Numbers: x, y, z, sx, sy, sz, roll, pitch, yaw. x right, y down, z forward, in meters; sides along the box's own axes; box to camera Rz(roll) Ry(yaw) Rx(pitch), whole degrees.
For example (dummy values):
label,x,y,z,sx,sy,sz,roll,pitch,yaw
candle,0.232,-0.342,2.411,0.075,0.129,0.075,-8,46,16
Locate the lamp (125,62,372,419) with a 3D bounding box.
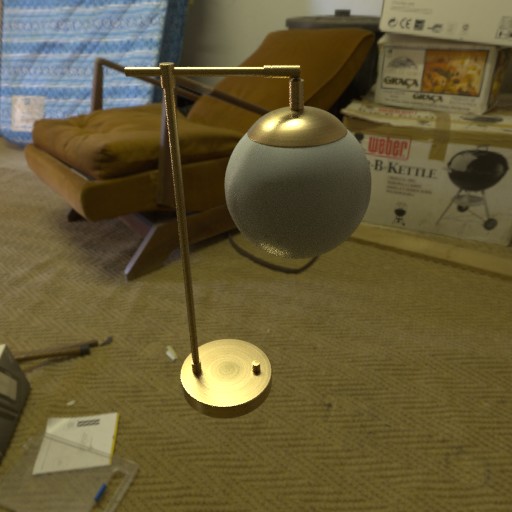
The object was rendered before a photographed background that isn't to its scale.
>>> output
label,x,y,z,sx,sy,sz,roll,pitch,yaw
lamp,0.000,0.000,0.694,0.324,0.559,0.207,0,32,-1
